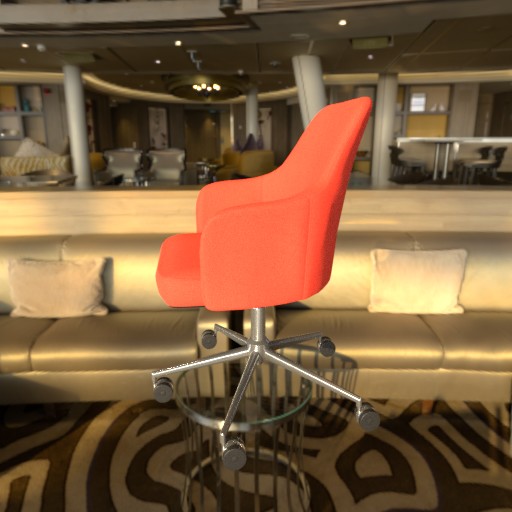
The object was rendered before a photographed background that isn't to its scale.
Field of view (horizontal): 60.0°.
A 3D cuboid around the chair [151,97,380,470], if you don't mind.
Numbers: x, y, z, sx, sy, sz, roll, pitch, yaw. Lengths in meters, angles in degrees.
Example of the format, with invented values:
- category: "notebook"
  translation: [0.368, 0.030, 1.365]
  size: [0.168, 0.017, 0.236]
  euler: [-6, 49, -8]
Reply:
- category: "chair"
  translation: [0.000, 0.000, 1.218]
  size: [0.600, 0.820, 0.655]
  euler: [-2, 15, -8]
